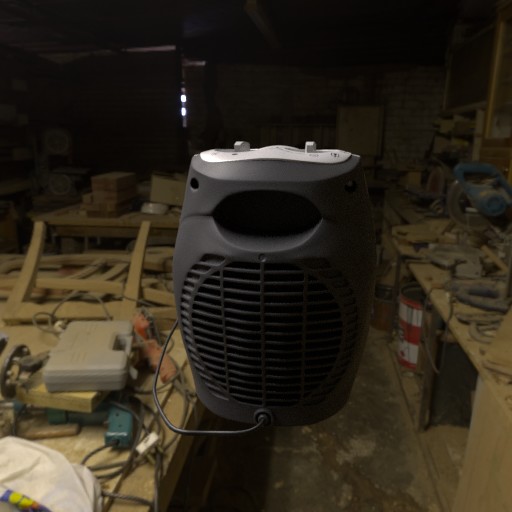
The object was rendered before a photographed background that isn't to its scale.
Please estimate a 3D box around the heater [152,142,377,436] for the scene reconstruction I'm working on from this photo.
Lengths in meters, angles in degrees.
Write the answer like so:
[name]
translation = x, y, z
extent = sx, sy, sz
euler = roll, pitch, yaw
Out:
[heater]
translation = 0.000, 0.000, 0.475
extent = 0.239, 0.240, 0.291
euler = 2, 16, 8
